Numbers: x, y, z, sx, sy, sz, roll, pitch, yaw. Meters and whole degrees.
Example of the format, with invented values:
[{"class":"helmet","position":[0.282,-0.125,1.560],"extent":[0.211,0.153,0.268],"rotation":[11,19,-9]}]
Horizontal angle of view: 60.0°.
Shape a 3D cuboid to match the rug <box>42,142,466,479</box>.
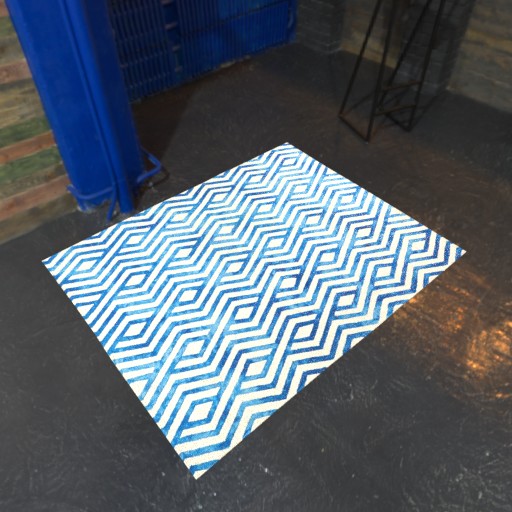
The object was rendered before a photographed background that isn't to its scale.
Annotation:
[{"class":"rug","position":[0.000,0.000,4.088],"extent":[3.059,0.008,2.453],"rotation":[-32,54,-27]}]
